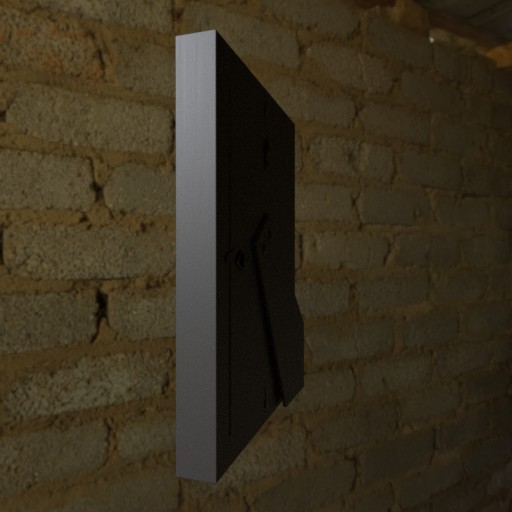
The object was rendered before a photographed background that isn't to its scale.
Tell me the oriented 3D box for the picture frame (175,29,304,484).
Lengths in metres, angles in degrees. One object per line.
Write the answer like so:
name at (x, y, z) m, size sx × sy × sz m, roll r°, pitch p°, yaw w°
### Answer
picture frame at (0.000, 0.000, 0.279) m, size 0.028 × 0.208 × 0.157 m, roll 0°, pitch 0°, yaw 18°
